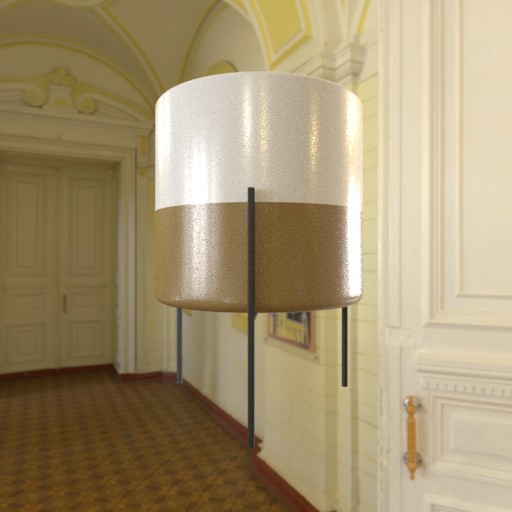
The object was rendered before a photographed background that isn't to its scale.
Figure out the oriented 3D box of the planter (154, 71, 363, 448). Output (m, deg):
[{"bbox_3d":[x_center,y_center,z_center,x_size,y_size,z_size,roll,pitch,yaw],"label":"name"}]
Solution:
[{"bbox_3d":[0.000,0.000,0.659,0.310,0.432,0.310,0,0,19],"label":"planter"}]
